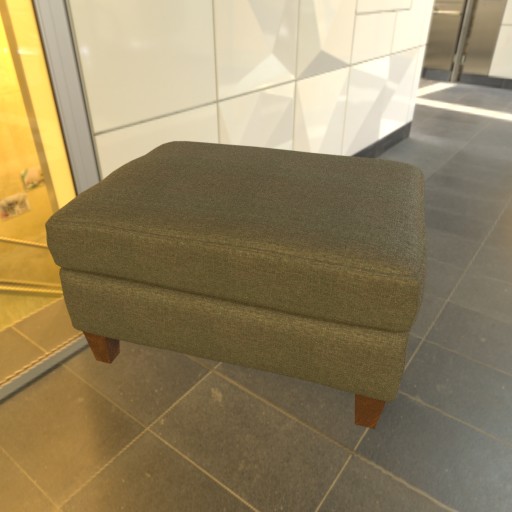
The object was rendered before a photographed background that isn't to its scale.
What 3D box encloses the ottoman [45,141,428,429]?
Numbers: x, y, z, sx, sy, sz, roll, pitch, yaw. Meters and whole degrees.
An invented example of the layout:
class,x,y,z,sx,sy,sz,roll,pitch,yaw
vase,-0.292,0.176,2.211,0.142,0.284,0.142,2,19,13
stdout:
class,x,y,z,sx,sy,sz,roll,pitch,yaw
ottoman,0.000,0.000,1.216,0.826,0.496,0.639,9,33,15
